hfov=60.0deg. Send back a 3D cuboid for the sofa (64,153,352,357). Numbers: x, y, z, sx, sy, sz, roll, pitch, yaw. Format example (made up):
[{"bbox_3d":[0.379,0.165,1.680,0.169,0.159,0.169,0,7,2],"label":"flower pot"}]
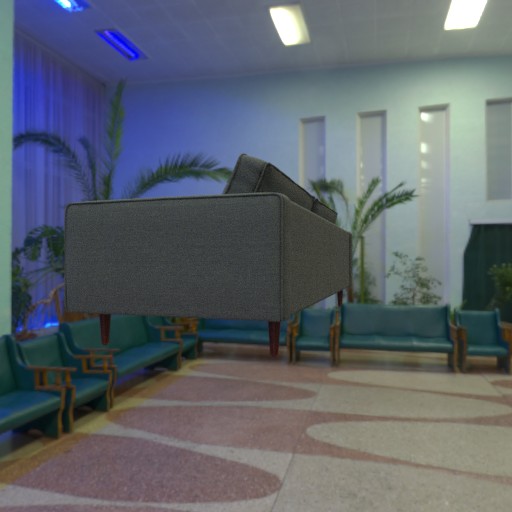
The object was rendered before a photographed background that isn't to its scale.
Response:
[{"bbox_3d":[0.000,0.000,2.634,0.914,0.762,2.198,0,-1,18],"label":"sofa"}]
